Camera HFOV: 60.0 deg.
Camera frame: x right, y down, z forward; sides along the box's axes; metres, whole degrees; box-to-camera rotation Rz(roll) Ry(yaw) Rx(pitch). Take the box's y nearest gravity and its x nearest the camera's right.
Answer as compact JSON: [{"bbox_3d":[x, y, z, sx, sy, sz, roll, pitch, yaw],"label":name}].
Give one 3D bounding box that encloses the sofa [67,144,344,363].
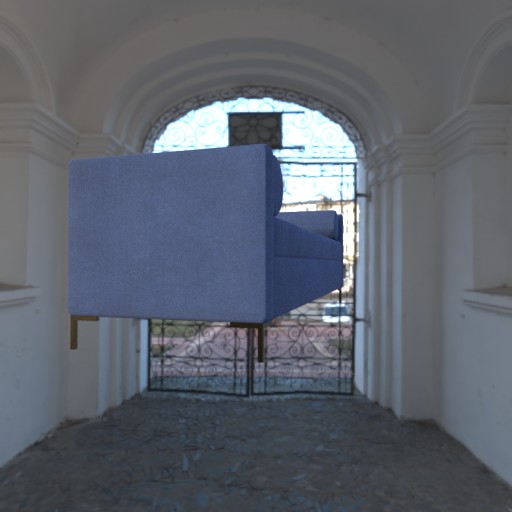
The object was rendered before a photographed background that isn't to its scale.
[{"bbox_3d":[0.000,0.000,2.287,0.686,0.635,1.981,0,-1,17],"label":"sofa"}]
